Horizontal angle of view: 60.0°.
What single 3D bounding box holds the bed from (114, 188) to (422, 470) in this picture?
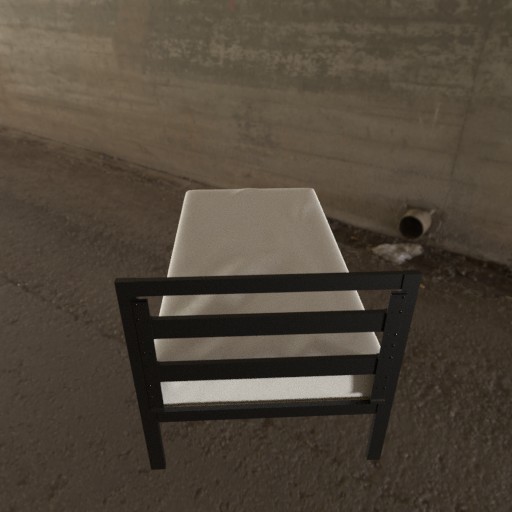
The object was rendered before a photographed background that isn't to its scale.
[{"bbox_3d":[0.000,0.000,2.486,0.991,0.967,1.930,-1,31,-2],"label":"bed"}]
